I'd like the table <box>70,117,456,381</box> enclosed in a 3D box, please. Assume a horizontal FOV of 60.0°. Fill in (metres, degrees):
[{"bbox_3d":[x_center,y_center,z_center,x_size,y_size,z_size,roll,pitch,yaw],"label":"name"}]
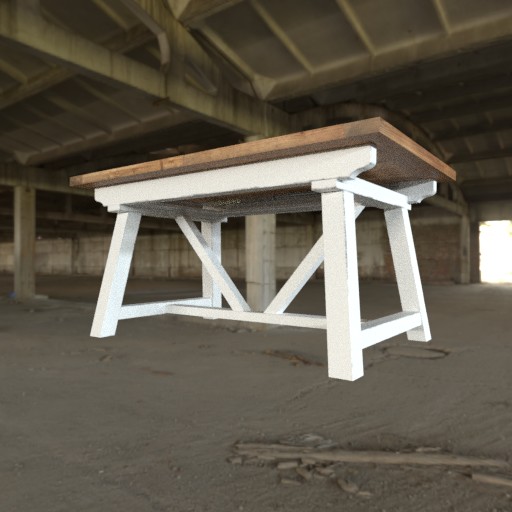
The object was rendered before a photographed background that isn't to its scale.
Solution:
[{"bbox_3d":[0.000,0.000,2.016,1.503,0.743,0.922,0,-1,36],"label":"table"}]
